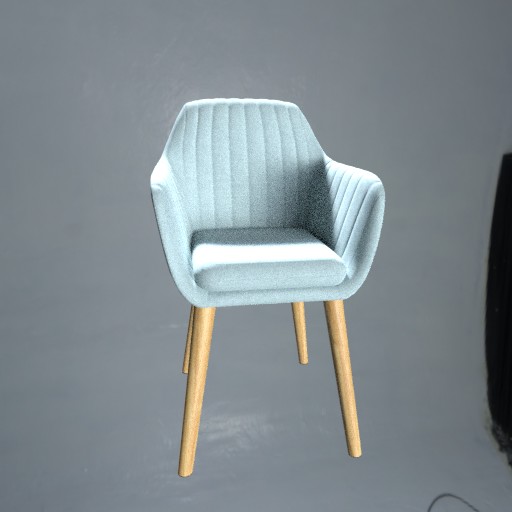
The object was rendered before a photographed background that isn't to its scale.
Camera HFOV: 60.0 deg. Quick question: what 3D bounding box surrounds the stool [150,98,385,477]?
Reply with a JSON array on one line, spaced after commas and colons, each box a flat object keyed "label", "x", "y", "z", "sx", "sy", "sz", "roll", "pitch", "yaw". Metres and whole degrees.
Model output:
[{"label": "stool", "x": 0.000, "y": 0.000, "z": 1.173, "sx": 0.503, "sy": 0.830, "sz": 0.590, "roll": -2, "pitch": 15, "yaw": -9}]
